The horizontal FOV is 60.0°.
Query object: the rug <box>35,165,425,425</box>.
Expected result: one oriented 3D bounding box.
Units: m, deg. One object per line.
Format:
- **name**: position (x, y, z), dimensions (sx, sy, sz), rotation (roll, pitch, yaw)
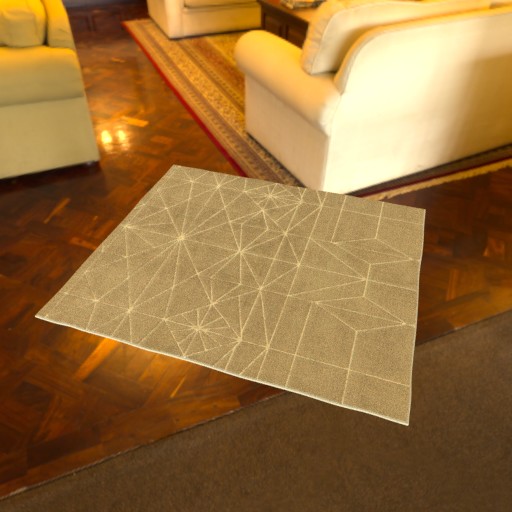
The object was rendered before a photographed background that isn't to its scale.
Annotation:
- **rug**: position (0.000, 0.000, 0.897), dimensions (0.639, 0.006, 0.548), rotation (12, 43, 14)
